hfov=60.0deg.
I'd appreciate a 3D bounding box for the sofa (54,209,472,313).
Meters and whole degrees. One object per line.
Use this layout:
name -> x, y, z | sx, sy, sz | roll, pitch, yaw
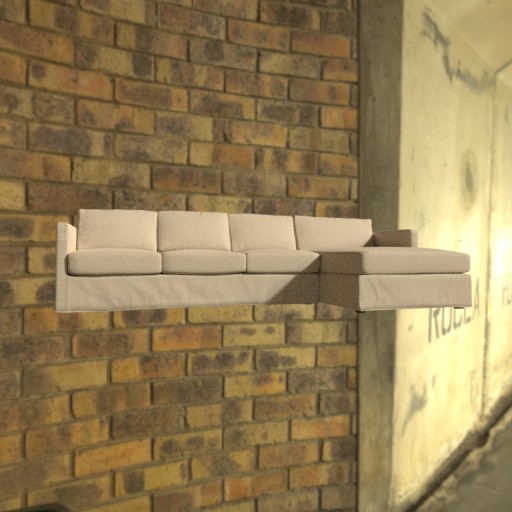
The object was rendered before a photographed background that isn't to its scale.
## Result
sofa -> 0.000, 0.000, 3.867 | 3.206, 0.871, 1.622 | 0, 0, -17
